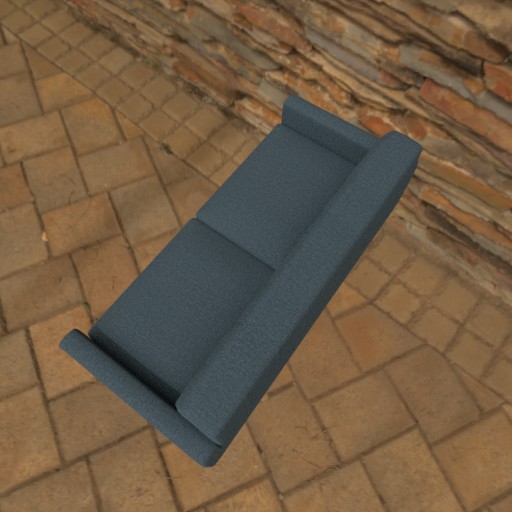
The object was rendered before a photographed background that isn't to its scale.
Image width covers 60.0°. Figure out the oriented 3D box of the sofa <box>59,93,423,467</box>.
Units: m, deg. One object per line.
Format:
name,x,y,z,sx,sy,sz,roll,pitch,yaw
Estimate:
sofa,0.000,0.000,2.546,0.942,0.884,2.055,33,69,15
